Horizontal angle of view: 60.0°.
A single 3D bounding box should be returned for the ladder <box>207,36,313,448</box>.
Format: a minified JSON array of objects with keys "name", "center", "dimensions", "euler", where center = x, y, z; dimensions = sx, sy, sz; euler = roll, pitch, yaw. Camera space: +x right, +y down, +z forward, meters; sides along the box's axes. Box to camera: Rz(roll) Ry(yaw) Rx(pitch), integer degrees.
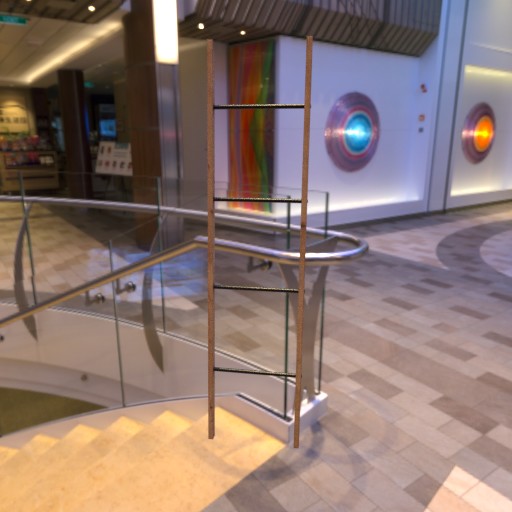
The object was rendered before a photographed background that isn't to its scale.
[{"name":"ladder","center":[0.000,0.000,1.974],"dimensions":[0.442,1.805,0.200],"euler":[2,15,9]}]
